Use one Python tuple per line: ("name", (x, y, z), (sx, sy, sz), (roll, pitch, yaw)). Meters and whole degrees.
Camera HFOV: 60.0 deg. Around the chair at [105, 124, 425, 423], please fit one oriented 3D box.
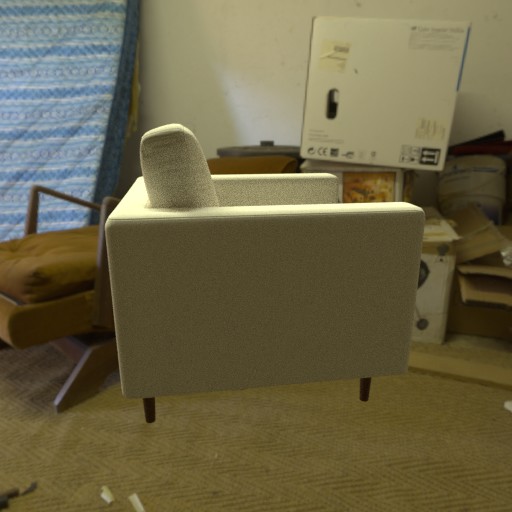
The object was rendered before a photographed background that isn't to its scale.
("chair", (0.000, 0.000, 1.578), (0.879, 0.899, 0.831), (-3, 17, -9))
